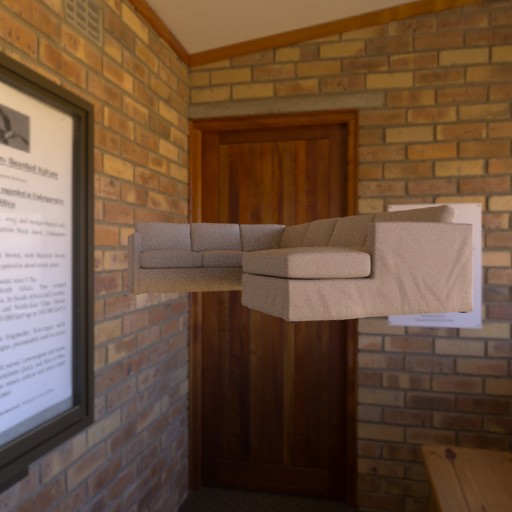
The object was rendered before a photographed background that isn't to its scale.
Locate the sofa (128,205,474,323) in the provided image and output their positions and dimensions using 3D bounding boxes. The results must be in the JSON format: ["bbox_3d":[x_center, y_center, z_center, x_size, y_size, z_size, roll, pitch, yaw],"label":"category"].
[{"bbox_3d":[0.000,0.000,4.665,2.427,0.882,3.460,0,0,-19],"label":"sofa"}]
